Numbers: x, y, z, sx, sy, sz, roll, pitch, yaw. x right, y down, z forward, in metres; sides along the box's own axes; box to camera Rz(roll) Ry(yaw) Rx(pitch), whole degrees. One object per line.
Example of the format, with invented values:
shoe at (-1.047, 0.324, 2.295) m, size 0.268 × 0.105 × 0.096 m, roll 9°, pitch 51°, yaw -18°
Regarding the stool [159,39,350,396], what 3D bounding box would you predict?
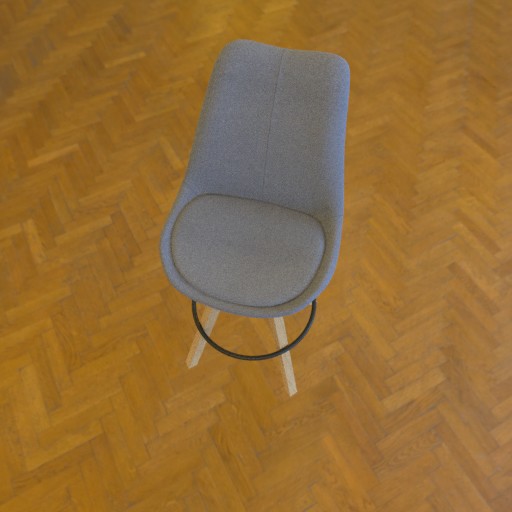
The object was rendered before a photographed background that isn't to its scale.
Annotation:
stool at (0.000, 0.000, 1.404) m, size 0.485 × 1.115 × 0.550 m, roll 13°, pitch 59°, yaw 8°
